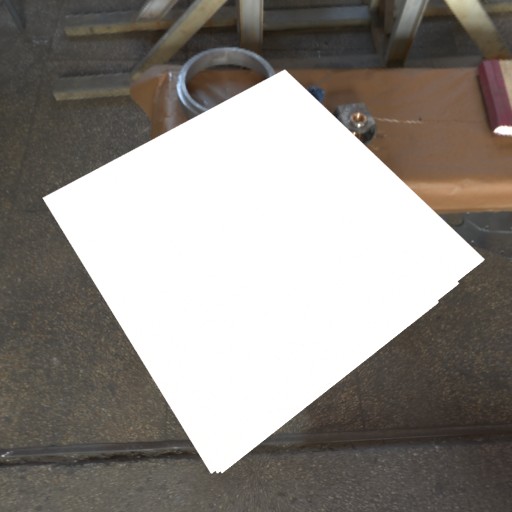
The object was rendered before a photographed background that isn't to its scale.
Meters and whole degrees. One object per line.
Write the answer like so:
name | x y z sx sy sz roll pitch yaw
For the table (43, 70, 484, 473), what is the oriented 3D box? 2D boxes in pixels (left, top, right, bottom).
table | 0.000 0.000 1.111 0.700 0.289 0.700 -33 69 -15
